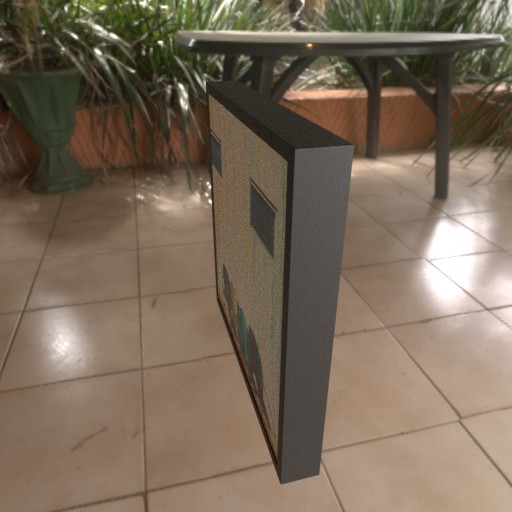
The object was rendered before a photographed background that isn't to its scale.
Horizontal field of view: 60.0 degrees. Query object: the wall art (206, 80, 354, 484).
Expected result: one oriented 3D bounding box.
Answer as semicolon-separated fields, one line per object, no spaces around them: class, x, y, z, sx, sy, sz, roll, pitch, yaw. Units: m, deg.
wall art;0.000;0.000;0.458;0.038;0.304;0.304;-7;29;-13
